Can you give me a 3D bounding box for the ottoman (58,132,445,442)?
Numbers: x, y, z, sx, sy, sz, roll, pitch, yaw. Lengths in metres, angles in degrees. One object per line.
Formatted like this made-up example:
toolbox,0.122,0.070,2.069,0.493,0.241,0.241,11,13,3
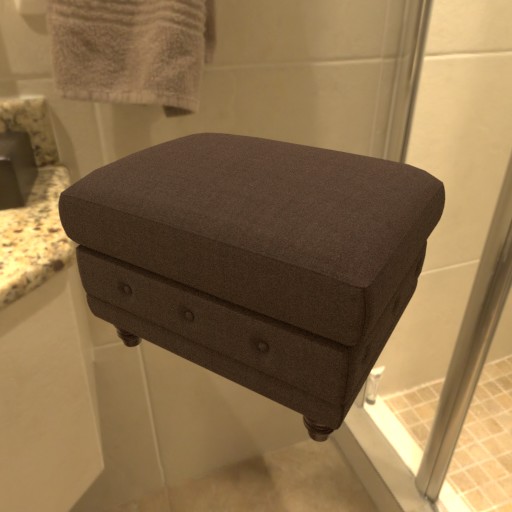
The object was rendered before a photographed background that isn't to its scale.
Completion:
ottoman,0.000,0.000,1.198,0.809,0.555,0.599,17,34,27
